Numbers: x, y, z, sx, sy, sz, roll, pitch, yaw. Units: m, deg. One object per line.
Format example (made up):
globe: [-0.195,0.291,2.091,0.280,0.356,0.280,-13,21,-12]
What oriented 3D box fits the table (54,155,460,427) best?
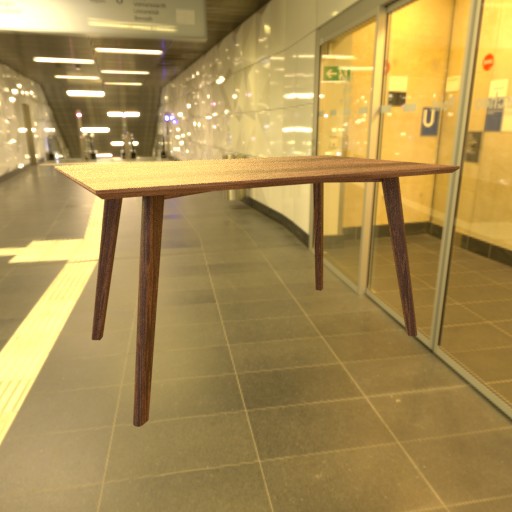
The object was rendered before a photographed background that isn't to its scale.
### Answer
table: [0.000,0.000,1.813,1.349,0.724,0.801,-9,19,-29]
